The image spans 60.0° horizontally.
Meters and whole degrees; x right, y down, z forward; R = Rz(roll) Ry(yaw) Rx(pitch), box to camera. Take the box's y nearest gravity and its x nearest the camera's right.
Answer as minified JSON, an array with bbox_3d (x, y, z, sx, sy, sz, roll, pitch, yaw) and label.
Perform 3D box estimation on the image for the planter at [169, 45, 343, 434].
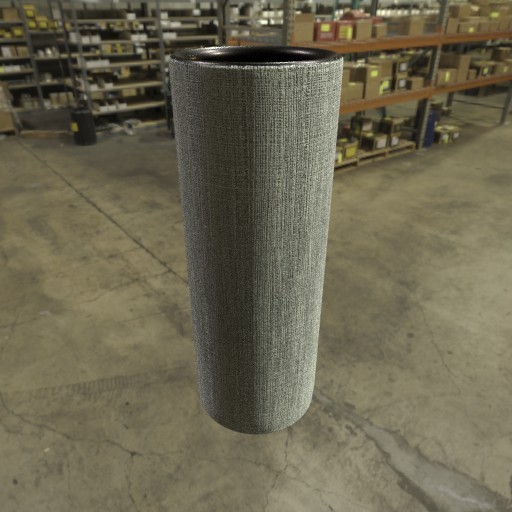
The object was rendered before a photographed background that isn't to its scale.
[{"bbox_3d":[0.000,0.000,0.323,0.100,0.270,0.100,-22,37,-33],"label":"planter"}]
